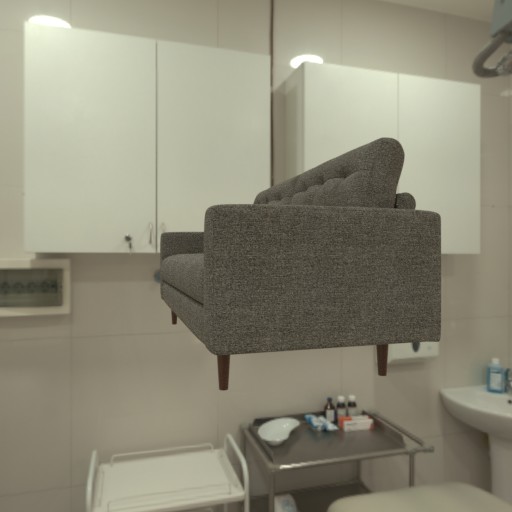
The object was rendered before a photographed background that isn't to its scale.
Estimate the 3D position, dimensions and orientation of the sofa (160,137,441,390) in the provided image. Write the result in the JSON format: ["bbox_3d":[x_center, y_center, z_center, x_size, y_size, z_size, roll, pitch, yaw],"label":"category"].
[{"bbox_3d":[0.000,0.000,2.313,0.863,0.902,1.821,0,0,-17],"label":"sofa"}]
